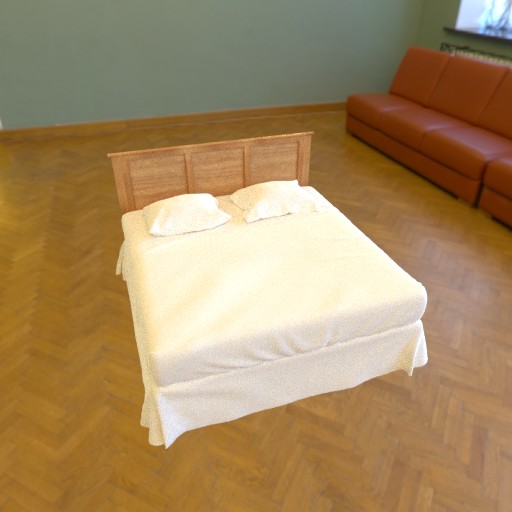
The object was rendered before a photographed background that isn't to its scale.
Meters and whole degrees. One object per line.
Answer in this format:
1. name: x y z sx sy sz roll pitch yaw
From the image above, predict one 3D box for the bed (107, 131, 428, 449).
1. bed: 0.000 0.000 3.696 2.317 1.270 2.215 -11 34 -16
